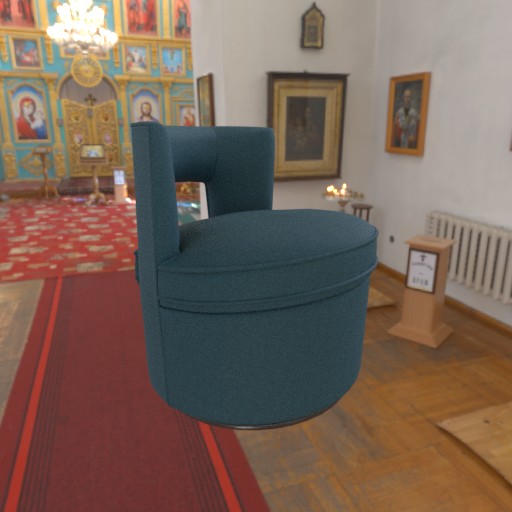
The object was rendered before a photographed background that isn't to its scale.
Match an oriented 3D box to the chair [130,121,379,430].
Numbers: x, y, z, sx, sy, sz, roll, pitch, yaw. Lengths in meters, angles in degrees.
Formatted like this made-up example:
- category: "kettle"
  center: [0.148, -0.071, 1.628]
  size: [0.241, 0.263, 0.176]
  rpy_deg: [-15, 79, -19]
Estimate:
- category: "chair"
  center: [0.000, 0.000, 1.240]
  size: [0.660, 0.711, 0.684]
  rpy_deg: [7, 16, 25]
